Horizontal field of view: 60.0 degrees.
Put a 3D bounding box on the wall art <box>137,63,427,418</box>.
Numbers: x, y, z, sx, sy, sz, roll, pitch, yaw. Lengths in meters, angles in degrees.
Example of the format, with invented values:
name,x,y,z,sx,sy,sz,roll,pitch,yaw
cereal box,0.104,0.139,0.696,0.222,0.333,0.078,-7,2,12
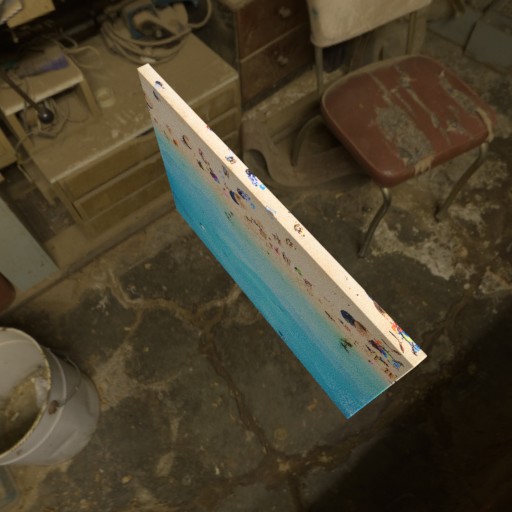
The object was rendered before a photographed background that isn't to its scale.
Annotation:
name,x,y,z,sx,sy,sz,roll,pitch,yaw
wall art,0.000,0.000,1.477,0.040,0.769,1.136,-34,67,-16
